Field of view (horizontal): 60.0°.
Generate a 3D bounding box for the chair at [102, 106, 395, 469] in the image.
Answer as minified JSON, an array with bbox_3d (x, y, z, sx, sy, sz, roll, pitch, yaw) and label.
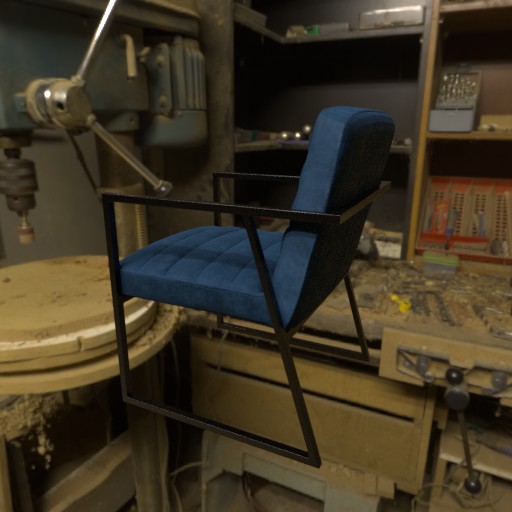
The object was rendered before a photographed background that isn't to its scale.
[{"bbox_3d":[0.000,0.000,1.319,0.677,0.833,0.571,8,19,25],"label":"chair"}]
